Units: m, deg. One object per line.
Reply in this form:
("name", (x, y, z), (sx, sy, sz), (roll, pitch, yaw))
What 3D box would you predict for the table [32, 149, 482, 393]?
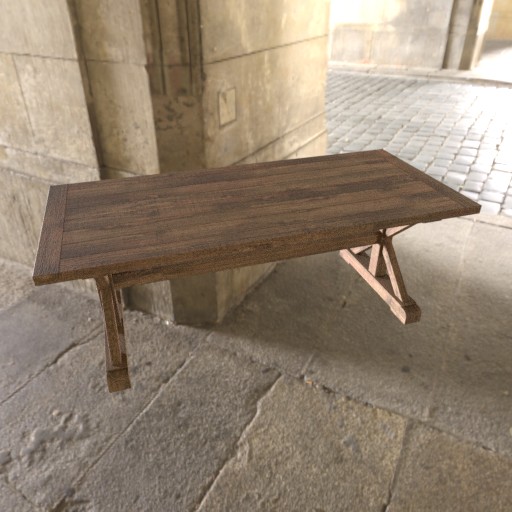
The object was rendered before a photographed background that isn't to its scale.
("table", (0.000, 0.000, 2.463), (2.031, 0.733, 0.907), (-10, 33, -15))
